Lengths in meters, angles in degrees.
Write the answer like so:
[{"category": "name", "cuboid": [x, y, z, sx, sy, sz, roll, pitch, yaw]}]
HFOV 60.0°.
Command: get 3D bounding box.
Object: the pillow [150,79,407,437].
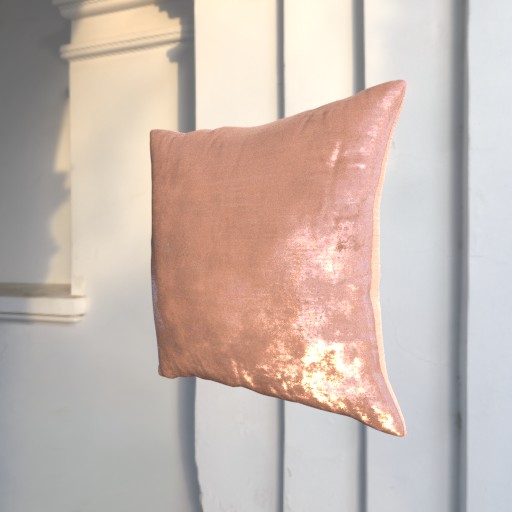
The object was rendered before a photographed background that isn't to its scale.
[{"category": "pillow", "cuboid": [0.000, 0.000, 0.700, 0.470, 0.464, 0.175, 0, 1, 35]}]
